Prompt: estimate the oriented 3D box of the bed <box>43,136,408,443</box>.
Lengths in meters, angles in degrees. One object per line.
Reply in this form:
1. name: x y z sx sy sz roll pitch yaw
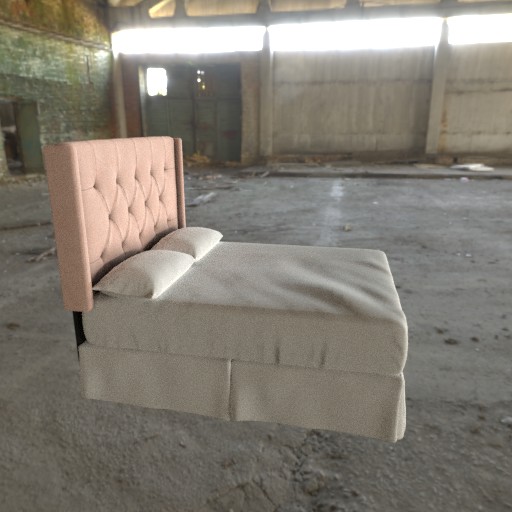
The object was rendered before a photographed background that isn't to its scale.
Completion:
1. bed: 0.000 0.000 3.255 2.066 1.665 1.719 3 17 11
